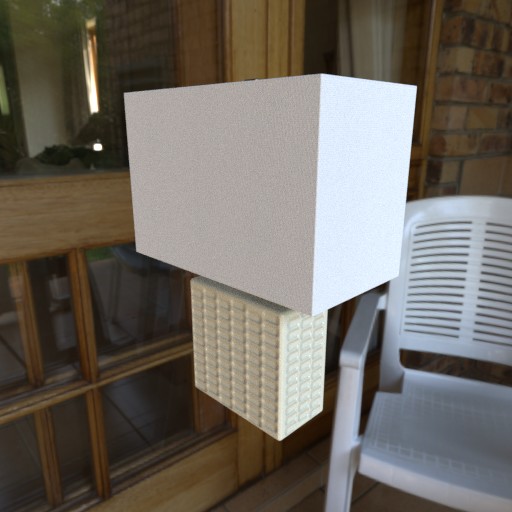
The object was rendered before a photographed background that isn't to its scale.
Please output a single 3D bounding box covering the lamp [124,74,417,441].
[{"bbox_3d":[0.000,0.000,0.693,0.200,0.515,0.380,-16,23,-43],"label":"lamp"}]
